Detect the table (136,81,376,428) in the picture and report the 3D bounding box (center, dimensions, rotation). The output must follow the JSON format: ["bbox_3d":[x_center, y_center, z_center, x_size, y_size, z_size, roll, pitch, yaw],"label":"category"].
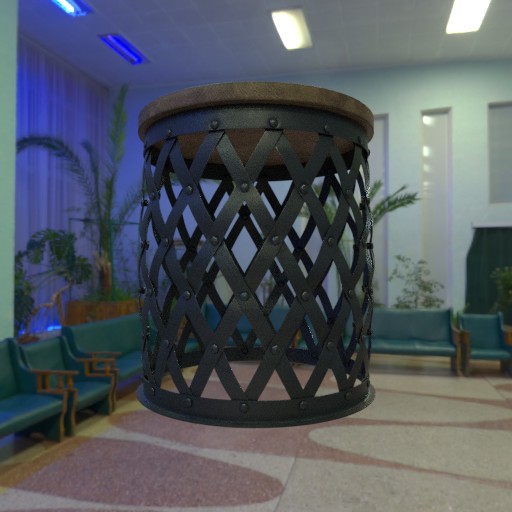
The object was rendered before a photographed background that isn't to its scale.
[{"bbox_3d":[0.000,0.000,0.781,0.405,0.454,0.405,0,-1,0],"label":"table"}]
